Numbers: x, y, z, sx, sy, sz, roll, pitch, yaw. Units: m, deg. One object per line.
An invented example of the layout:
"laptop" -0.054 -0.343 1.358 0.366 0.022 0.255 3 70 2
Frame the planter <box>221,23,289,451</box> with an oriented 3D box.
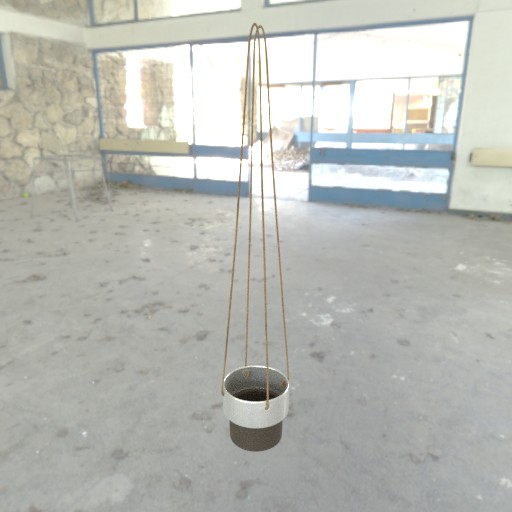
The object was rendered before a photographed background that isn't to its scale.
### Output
"planter" 0.000 0.000 1.133 0.187 1.073 0.187 8 18 26
